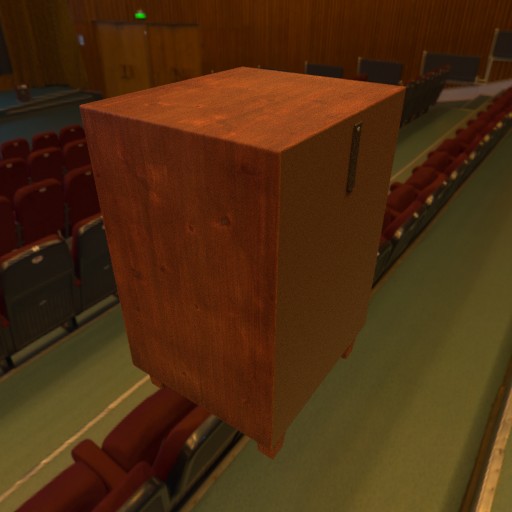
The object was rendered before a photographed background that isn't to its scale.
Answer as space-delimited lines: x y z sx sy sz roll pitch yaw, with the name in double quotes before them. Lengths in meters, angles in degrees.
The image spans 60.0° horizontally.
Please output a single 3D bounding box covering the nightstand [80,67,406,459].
"nightstand" 0.000 0.000 0.997 0.410 0.695 0.465 21 38 29
